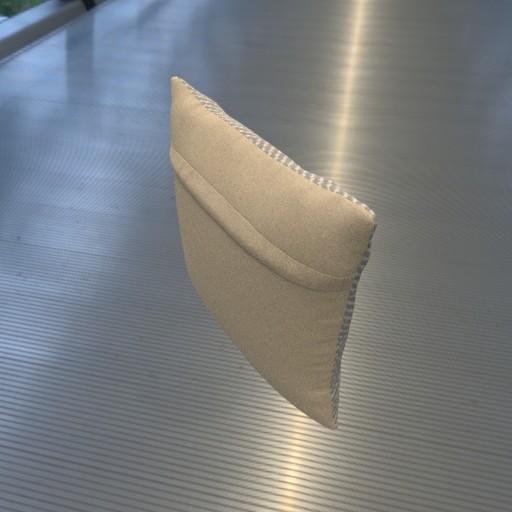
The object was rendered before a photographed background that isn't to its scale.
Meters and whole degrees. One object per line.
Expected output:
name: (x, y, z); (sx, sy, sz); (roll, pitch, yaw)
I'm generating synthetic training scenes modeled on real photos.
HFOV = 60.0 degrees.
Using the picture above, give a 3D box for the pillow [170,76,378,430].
pillow: (0.000, 0.000, 0.731); (0.181, 0.458, 0.459); (-24, 47, -24)
